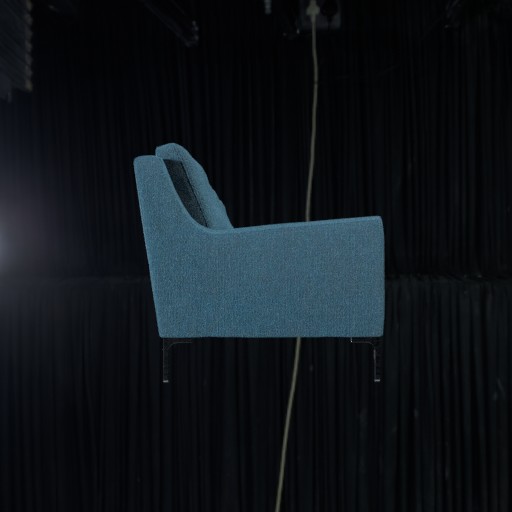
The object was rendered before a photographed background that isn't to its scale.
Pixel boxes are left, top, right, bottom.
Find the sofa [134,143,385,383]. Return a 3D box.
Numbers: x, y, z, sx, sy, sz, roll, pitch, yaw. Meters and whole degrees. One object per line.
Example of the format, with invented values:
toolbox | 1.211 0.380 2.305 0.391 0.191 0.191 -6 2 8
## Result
sofa | 0.000 0.000 2.494 0.849 0.837 2.060 0 0 -1
